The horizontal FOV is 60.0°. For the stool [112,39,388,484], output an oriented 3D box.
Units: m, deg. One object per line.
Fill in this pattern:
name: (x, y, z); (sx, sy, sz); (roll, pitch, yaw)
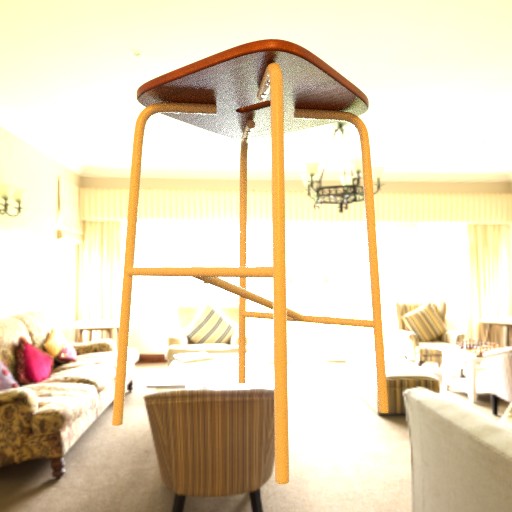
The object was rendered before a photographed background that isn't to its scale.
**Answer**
stool: (0.000, 0.000, 0.845); (0.376, 0.610, 0.376); (-1, -2, 37)
